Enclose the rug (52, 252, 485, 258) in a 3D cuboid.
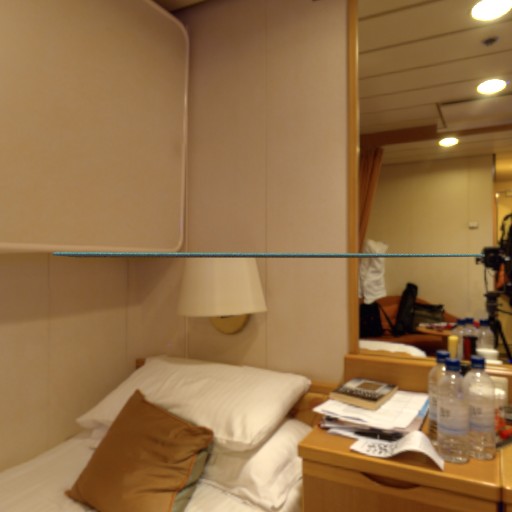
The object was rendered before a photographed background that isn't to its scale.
[{"bbox_3d":[0.000,0.000,3.527,2.769,0.018,1.830,0,-1,-19],"label":"rug"}]
